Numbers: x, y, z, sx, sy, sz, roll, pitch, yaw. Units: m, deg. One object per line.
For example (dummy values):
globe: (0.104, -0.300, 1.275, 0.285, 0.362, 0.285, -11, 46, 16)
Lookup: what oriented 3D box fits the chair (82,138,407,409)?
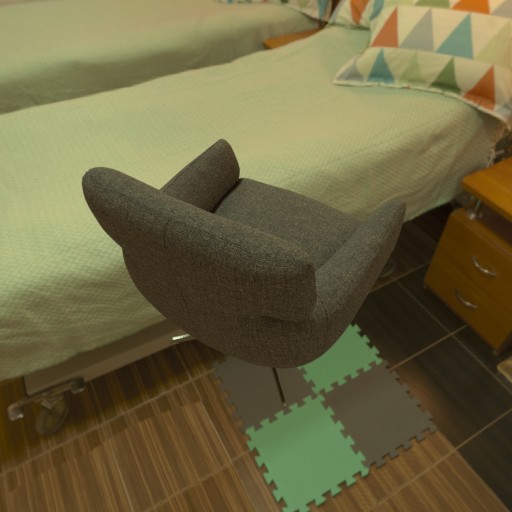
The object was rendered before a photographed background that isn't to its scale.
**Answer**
chair: (0.000, 0.000, 1.363, 0.706, 0.812, 0.715, 24, 51, 21)
